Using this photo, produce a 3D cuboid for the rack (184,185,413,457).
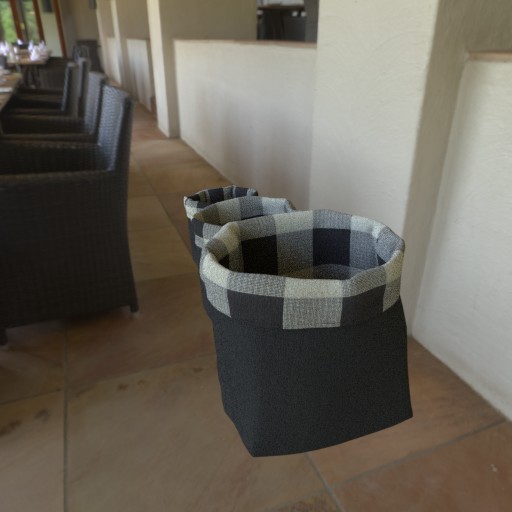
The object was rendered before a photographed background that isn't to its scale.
[{"bbox_3d":[0.000,0.000,1.073,0.370,0.329,0.889,-8,27,-16],"label":"rack"}]
